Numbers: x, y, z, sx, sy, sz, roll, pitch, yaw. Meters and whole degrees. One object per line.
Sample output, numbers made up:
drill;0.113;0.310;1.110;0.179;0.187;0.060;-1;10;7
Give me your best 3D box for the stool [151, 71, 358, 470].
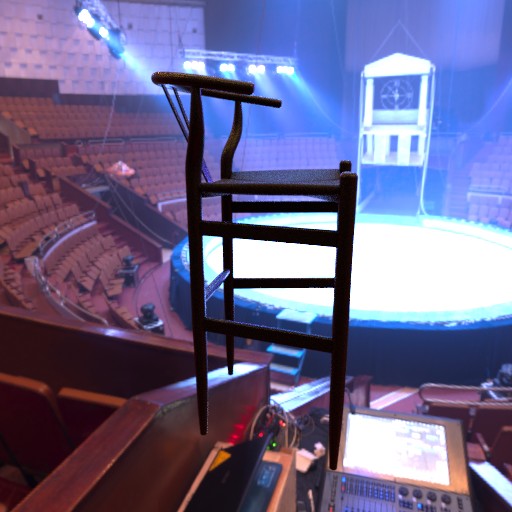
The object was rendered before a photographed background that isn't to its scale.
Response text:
stool;0.000;0.000;1.405;0.579;1.072;0.569;3;15;10
